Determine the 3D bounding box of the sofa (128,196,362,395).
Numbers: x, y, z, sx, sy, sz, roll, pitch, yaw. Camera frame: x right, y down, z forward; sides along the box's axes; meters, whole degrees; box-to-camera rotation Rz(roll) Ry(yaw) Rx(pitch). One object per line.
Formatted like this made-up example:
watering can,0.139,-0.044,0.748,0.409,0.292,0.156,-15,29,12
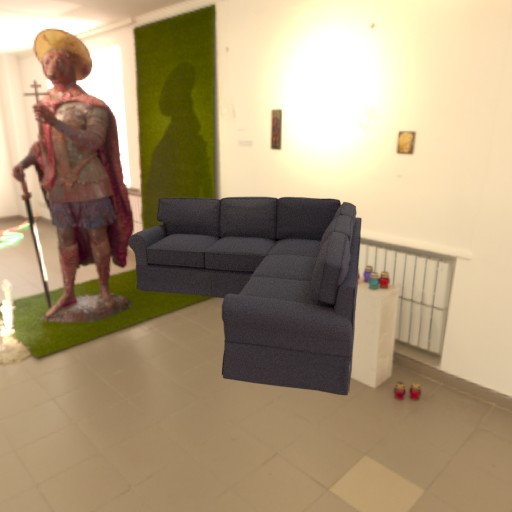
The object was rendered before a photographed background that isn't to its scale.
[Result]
sofa,0.000,0.000,5.180,2.874,1.169,3.773,-16,23,-43
